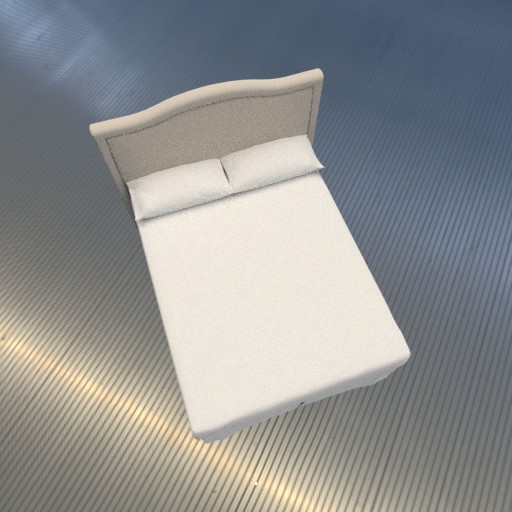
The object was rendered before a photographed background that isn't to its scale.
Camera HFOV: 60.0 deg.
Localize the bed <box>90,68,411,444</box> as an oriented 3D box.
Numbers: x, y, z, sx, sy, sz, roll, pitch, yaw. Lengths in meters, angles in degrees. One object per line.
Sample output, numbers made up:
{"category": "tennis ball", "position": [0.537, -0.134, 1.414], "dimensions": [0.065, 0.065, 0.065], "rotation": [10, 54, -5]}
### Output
{"category": "bed", "position": [0.000, 0.000, 3.330], "dimensions": [1.753, 1.460, 2.143], "rotation": [-17, 64, -9]}
